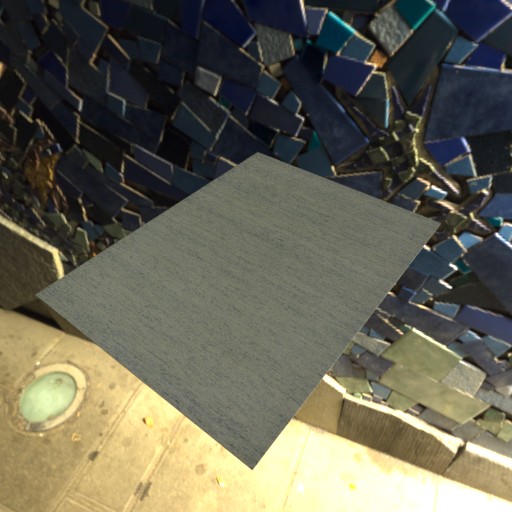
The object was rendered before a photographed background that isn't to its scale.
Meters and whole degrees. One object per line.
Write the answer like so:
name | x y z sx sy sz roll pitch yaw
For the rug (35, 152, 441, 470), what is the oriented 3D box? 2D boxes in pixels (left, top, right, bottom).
rug | 0.000 0.000 4.279 2.438 0.006 3.197 28 49 27
